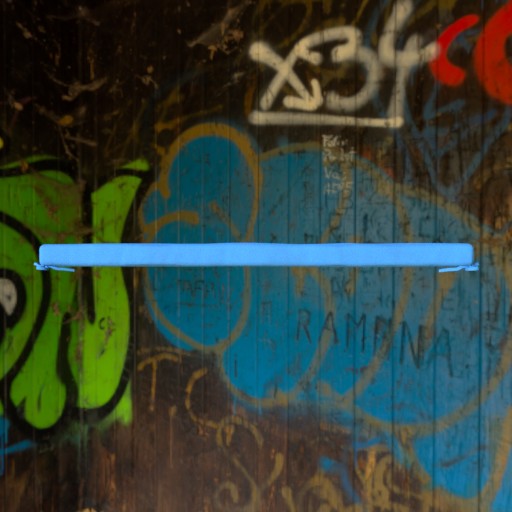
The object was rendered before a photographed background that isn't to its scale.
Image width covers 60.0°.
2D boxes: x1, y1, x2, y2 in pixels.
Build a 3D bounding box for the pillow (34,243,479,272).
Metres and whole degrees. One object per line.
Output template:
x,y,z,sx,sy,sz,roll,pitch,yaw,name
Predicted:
0.000,0.000,1.361,1.187,0.081,0.492,0,1,1,pillow
